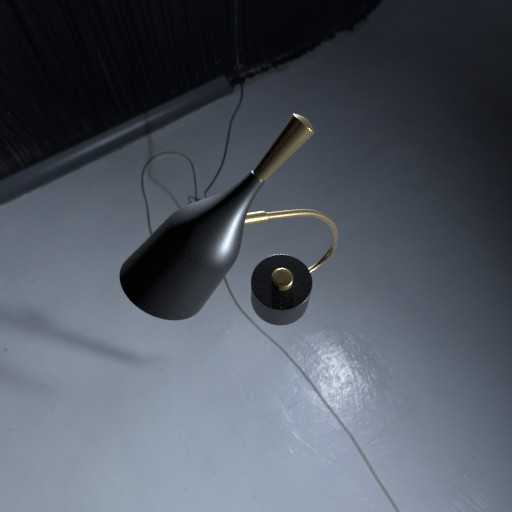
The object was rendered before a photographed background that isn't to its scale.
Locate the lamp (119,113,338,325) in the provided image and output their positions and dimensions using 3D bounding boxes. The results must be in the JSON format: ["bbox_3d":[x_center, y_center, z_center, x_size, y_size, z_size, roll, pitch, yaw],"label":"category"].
[{"bbox_3d":[0.000,0.000,0.626,0.352,0.464,0.110,-32,67,-16],"label":"lamp"}]
